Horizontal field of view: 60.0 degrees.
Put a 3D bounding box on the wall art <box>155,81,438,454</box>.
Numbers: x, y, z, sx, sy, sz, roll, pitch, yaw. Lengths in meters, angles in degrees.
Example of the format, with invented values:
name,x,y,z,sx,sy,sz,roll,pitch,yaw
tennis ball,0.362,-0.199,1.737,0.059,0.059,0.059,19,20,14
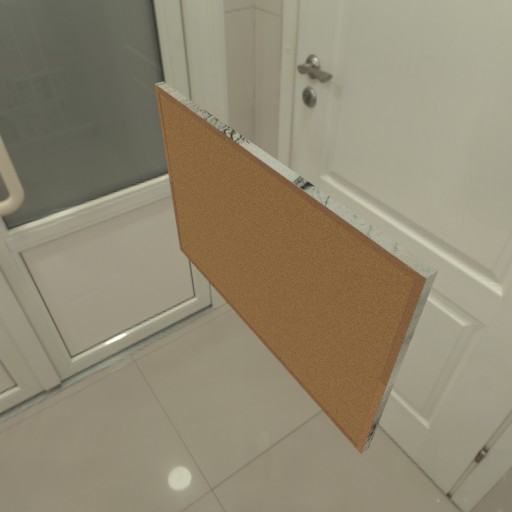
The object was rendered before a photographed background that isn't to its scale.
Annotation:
name,x,y,z,sx,sy,sz,roll,pitch,yaw
wall art,0.000,0.000,1.432,0.035,0.758,1.141,-26,49,-25
